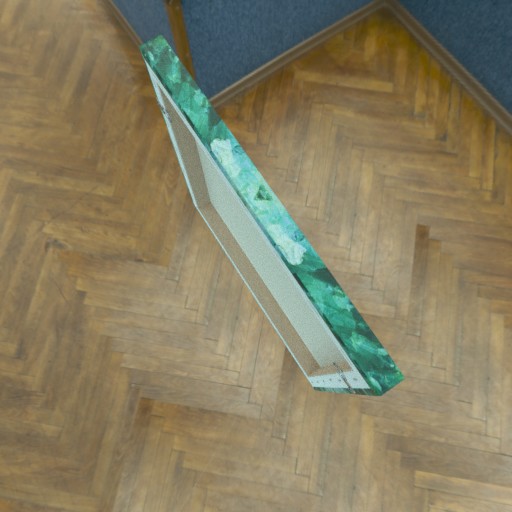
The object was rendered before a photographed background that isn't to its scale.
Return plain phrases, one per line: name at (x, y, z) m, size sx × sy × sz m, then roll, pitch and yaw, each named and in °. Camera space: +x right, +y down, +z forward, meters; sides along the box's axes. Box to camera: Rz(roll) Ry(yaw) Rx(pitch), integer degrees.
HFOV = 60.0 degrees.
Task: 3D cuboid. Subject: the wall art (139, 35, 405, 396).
wall art at (0.000, 0.000, 0.748) m, size 0.038 × 0.508 × 0.507 m, roll -32°, pitch 76°, yaw -9°
